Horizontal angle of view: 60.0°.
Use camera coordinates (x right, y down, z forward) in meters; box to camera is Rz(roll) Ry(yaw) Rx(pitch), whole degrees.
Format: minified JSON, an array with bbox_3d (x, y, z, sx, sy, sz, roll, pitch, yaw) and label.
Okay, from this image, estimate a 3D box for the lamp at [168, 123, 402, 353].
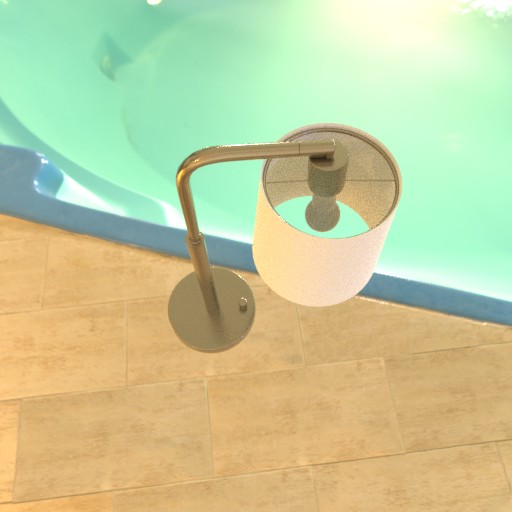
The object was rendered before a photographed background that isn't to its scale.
[{"bbox_3d":[0.000,0.000,0.634,0.333,0.489,0.171,-1,64,0],"label":"lamp"}]
